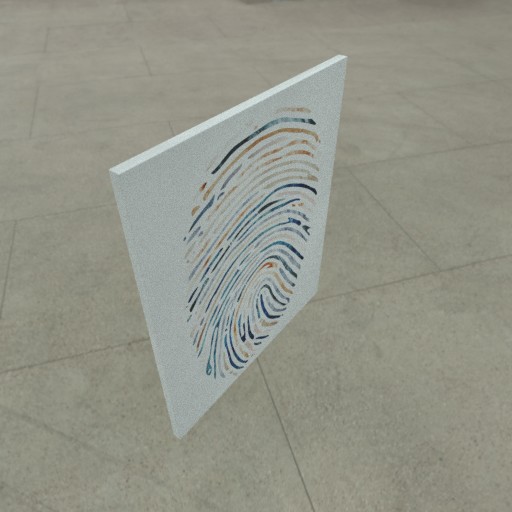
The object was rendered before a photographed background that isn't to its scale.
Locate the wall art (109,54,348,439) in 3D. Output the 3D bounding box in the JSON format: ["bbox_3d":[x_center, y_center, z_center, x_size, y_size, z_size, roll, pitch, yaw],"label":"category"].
[{"bbox_3d":[0.000,0.000,0.992,0.021,0.710,0.609,27,48,27],"label":"wall art"}]
